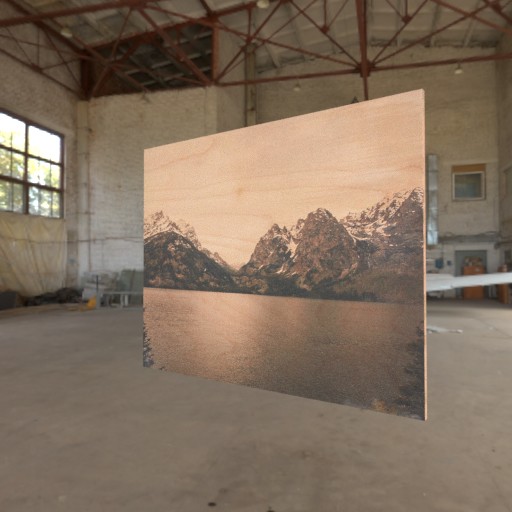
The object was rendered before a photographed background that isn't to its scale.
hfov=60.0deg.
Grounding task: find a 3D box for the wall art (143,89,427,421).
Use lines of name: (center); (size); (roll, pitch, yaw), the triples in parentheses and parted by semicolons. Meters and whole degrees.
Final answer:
wall art: (0.000, 0.000, 0.693); (0.508, 0.408, 0.010); (-1, -1, 35)
